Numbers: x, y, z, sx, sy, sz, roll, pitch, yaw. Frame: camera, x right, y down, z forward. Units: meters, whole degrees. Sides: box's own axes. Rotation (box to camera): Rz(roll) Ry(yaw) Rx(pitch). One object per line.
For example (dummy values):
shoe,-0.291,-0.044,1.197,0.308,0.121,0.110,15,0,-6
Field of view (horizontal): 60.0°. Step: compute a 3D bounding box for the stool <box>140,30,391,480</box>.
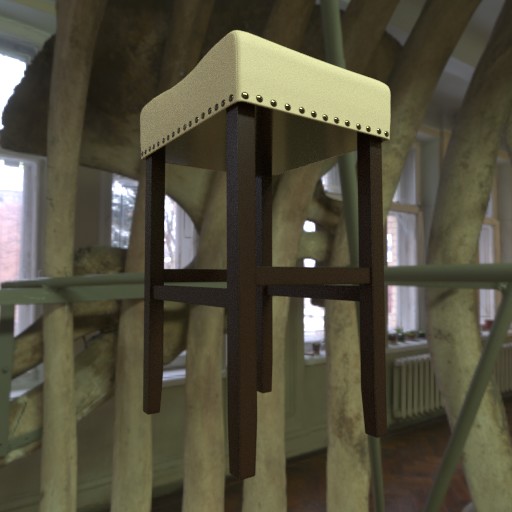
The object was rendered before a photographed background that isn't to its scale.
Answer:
stool,0.000,0.000,1.026,0.401,0.762,0.471,2,-3,-34
